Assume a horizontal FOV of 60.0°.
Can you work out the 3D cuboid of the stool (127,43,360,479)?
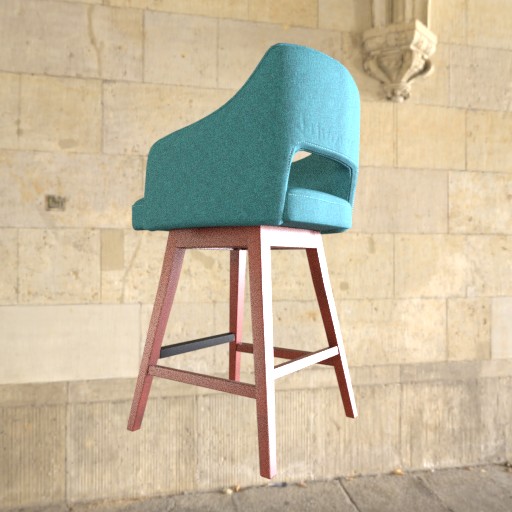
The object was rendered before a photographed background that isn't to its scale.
[{"bbox_3d":[0.000,0.000,1.261,0.556,0.961,0.548,0,-1,36],"label":"stool"}]
